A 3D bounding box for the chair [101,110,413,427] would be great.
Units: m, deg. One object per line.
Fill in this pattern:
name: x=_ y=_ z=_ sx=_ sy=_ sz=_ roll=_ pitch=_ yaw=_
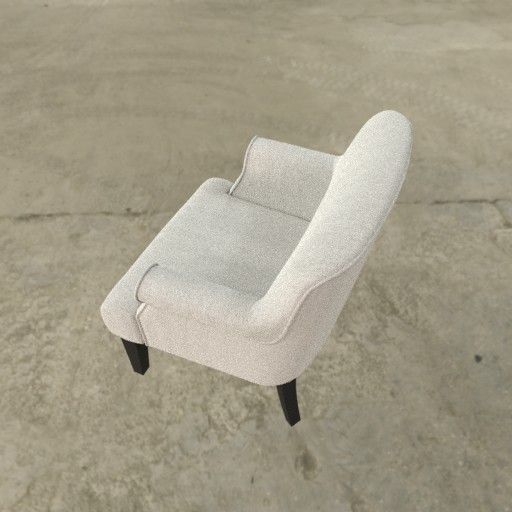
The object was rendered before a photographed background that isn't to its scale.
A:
chair: x=0.000 y=0.000 z=1.432 sx=0.750 sy=0.875 sz=0.781 roll=18 pitch=49 yaw=16
